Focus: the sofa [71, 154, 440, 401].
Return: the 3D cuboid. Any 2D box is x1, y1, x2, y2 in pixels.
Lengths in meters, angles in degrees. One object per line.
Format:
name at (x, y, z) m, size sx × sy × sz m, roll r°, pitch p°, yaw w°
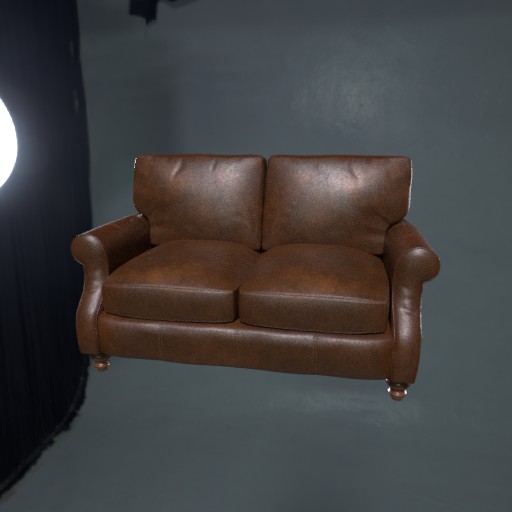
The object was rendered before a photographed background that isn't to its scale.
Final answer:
sofa at (0.000, 0.000, 2.220) m, size 1.616 × 0.976 × 0.990 m, roll 3°, pitch 15°, yaw 10°
